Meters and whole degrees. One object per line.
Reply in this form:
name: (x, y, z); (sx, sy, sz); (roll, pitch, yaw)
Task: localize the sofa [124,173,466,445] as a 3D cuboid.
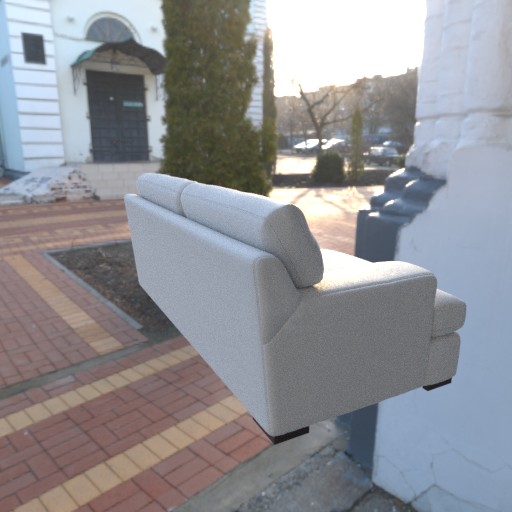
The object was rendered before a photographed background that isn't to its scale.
sofa: (0.000, 0.000, 2.740); (1.143, 0.940, 2.261); (-7, 16, -27)
